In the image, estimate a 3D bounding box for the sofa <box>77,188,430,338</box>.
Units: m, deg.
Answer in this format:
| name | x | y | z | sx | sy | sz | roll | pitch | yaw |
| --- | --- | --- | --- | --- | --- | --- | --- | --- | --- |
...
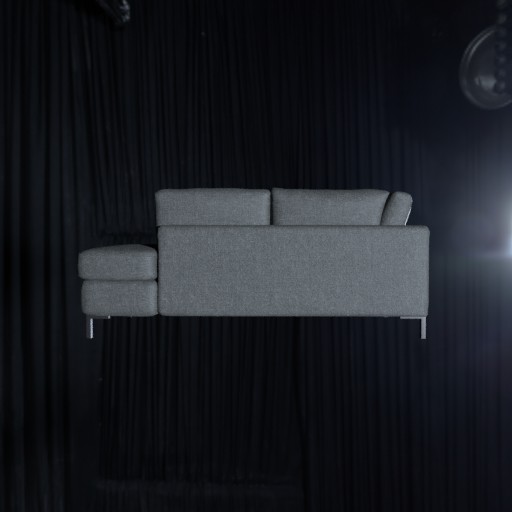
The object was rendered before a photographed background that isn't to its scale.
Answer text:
| name | x | y | z | sx | sy | sz | roll | pitch | yaw |
| --- | --- | --- | --- | --- | --- | --- | --- | --- | --- |
| sofa | 0.000 | 0.000 | 3.900 | 1.984 | 0.858 | 2.972 | 0 | 1 | 1 |
